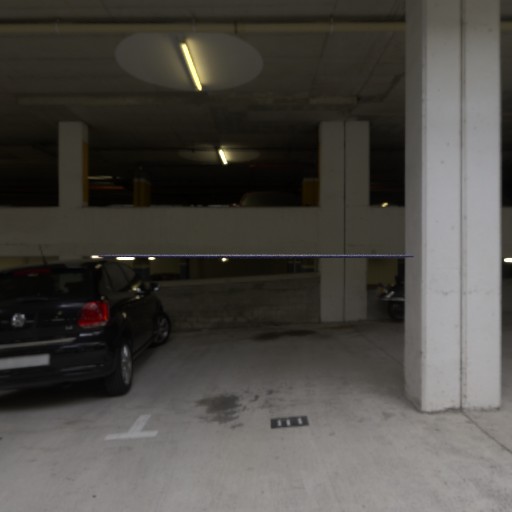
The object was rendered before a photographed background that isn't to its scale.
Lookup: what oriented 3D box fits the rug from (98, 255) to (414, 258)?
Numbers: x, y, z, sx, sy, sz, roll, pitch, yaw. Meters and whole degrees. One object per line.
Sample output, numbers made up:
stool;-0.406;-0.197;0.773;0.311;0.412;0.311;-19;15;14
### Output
rug;0.000;0.000;2.373;1.591;0.010;1.591;0;0;0
